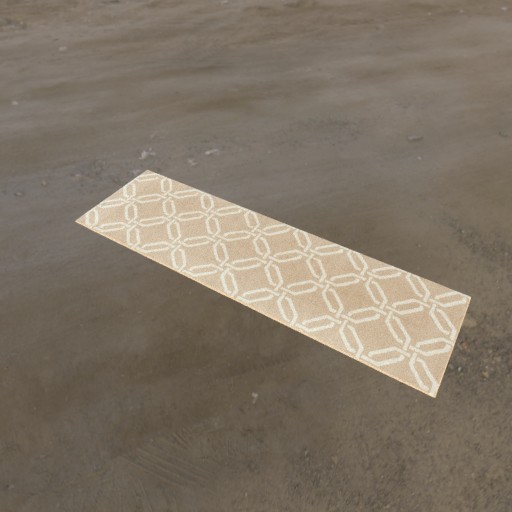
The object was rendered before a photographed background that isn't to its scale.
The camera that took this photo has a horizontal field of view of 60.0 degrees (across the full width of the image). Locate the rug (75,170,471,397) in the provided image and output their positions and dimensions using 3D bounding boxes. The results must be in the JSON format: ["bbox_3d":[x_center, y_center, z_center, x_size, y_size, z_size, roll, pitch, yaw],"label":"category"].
[{"bbox_3d":[0.000,0.000,2.581,2.276,0.014,0.678,24,49,22],"label":"rug"}]
